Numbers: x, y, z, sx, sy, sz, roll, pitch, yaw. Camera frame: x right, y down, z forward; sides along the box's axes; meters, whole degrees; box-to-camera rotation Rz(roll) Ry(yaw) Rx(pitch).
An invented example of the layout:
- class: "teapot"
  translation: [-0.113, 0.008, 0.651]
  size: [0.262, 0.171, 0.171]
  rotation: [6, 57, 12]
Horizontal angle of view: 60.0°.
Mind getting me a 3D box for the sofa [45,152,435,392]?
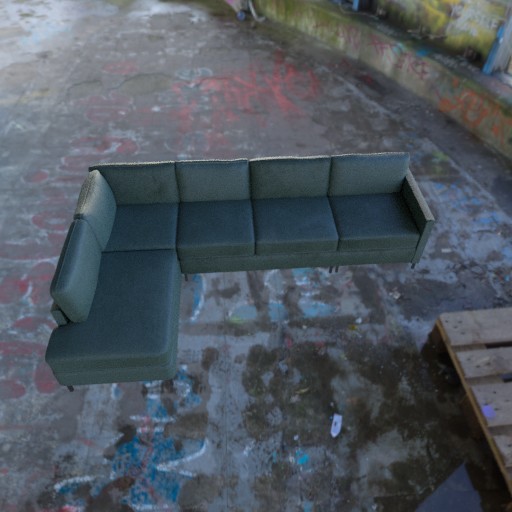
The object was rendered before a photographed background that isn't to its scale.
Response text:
- class: "sofa"
  translation: [0.000, 0.000, 4.147]
  size: [3.384, 0.996, 2.048]
  rotation: [-3, 47, -3]
